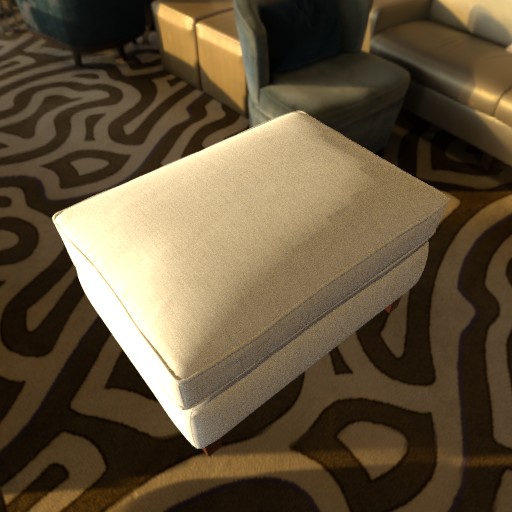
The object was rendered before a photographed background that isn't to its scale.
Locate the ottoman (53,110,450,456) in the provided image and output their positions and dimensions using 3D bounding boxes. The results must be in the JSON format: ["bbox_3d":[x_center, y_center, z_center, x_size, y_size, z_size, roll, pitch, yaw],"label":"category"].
[{"bbox_3d":[0.000,0.000,0.975,0.665,0.406,0.501,-30,54,-25],"label":"ottoman"}]
